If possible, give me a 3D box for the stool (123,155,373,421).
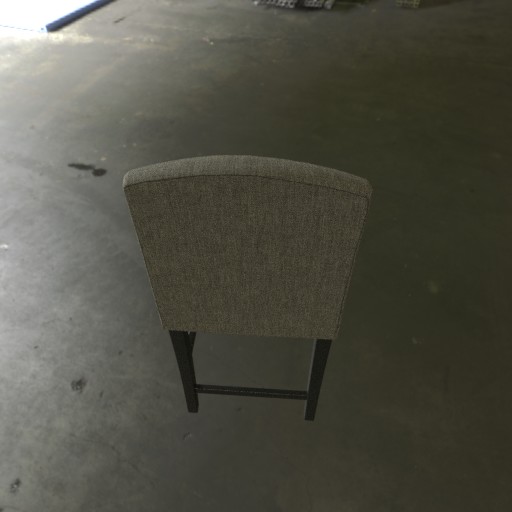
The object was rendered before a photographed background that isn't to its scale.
[{"bbox_3d":[0.000,0.000,1.274,0.451,0.966,0.552,3,46,3],"label":"stool"}]
